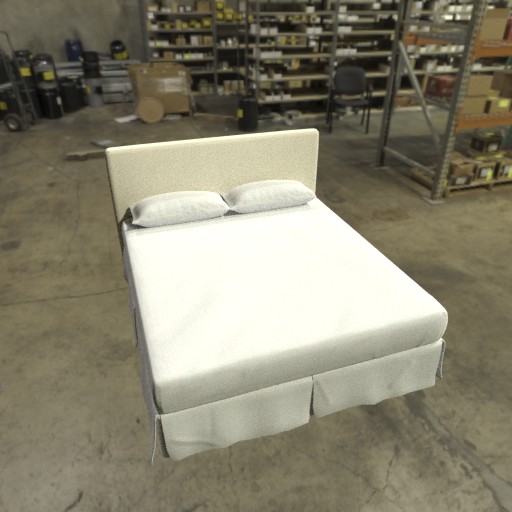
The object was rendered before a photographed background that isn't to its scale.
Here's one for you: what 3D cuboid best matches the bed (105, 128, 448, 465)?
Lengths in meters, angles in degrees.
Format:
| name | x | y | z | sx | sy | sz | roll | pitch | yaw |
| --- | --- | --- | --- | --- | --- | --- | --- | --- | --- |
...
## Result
| name | x | y | z | sx | sy | sz | roll | pitch | yaw |
| --- | --- | --- | --- | --- | --- | --- | --- | --- | --- |
| bed | 0.000 | 0.000 | 3.546 | 2.119 | 1.317 | 2.341 | -10 | 32 | -16 |
